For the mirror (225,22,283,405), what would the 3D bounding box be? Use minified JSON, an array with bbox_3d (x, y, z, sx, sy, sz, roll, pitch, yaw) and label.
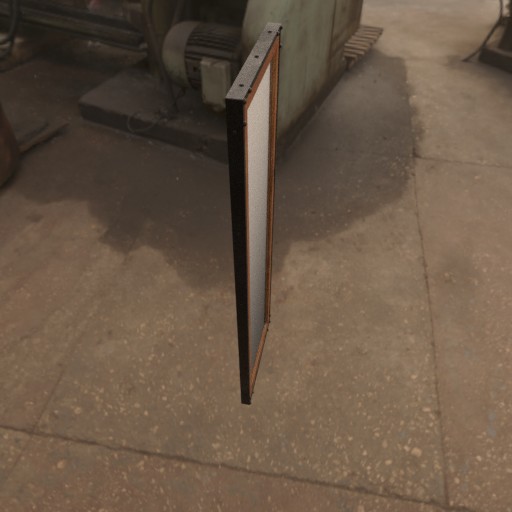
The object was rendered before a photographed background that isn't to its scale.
[{"bbox_3d":[0.000,0.000,1.210,0.042,1.080,0.354,9,47,9],"label":"mirror"}]
